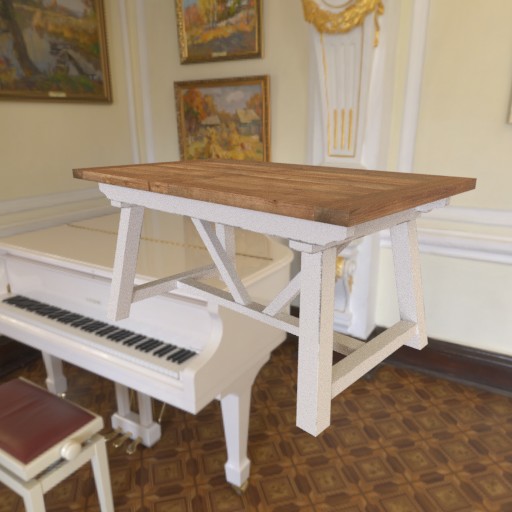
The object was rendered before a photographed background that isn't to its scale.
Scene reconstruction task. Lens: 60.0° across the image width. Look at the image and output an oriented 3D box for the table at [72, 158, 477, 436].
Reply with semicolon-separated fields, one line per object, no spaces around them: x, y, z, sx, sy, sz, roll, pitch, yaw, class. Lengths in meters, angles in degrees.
0.000;0.000;2.013;1.503;0.743;0.922;15;22;41;table
